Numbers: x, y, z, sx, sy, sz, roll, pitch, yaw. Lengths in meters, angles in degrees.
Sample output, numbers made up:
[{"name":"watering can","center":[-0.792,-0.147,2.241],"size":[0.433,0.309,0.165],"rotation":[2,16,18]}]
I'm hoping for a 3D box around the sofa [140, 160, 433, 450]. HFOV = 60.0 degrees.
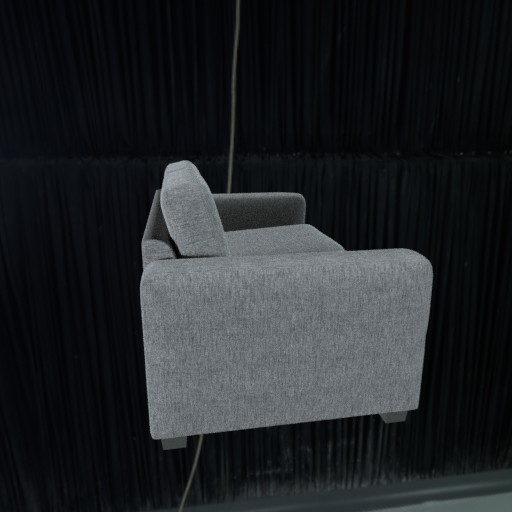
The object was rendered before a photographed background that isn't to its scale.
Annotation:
[{"name":"sofa","center":[0.000,0.000,1.991],"size":[0.900,0.800,1.520],"rotation":[-3,16,-10]}]
